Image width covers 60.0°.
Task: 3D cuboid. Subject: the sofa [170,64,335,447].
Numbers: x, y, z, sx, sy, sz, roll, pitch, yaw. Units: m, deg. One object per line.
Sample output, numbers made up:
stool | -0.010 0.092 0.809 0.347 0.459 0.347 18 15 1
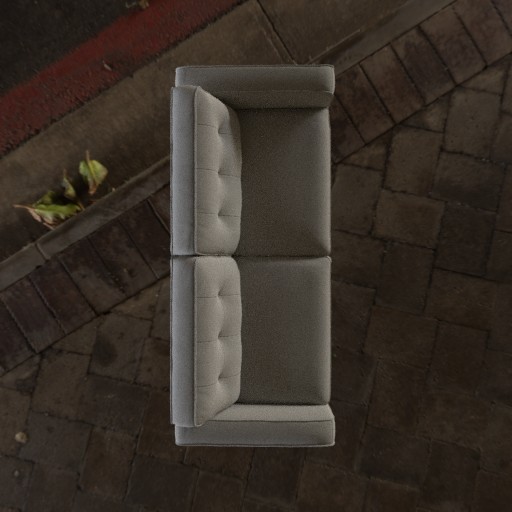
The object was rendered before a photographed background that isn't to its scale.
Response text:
sofa | 0.000 0.000 2.776 0.956 0.781 2.270 0 90 1
